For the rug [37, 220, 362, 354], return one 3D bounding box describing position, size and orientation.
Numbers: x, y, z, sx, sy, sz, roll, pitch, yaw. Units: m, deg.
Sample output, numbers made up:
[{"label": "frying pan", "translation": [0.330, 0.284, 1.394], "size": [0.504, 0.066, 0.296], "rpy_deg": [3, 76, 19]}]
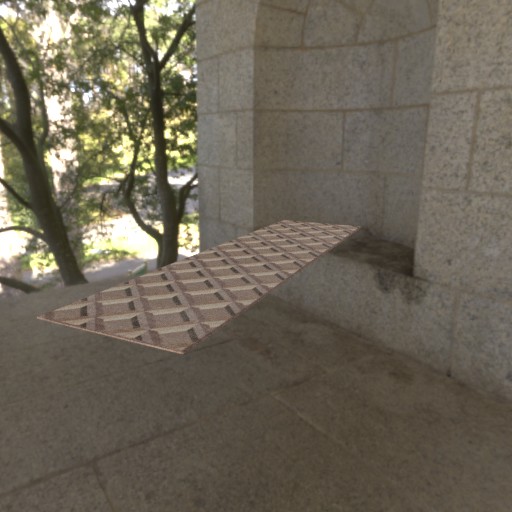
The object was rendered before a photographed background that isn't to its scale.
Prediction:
[{"label": "rug", "translation": [0.000, 0.000, 2.612], "size": [0.685, 0.013, 2.437], "rpy_deg": [7, 16, 25]}]
